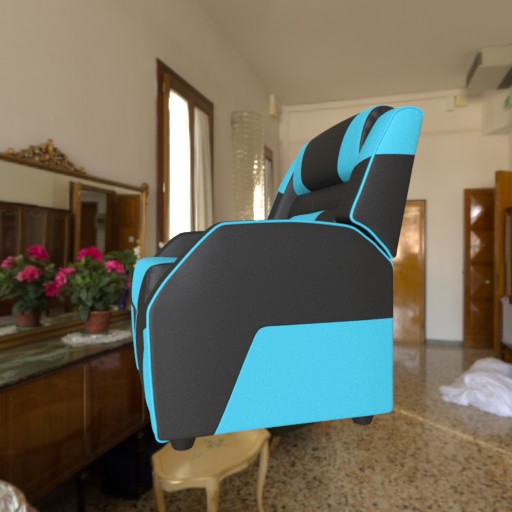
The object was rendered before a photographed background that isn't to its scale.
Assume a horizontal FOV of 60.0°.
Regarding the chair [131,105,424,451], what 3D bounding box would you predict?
[{"bbox_3d":[0.000,0.000,1.265,0.672,0.805,0.620,0,1,-18],"label":"chair"}]
